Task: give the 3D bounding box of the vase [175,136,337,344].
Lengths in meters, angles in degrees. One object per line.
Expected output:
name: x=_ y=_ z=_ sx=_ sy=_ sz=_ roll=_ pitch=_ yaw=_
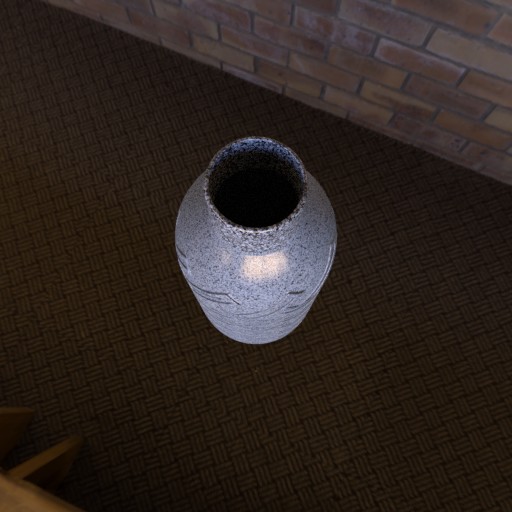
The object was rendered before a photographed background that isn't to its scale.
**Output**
vase: x=0.000 y=0.000 z=0.351 sx=0.122 sy=0.282 sz=0.122 roll=0 pitch=75 yaw=0
